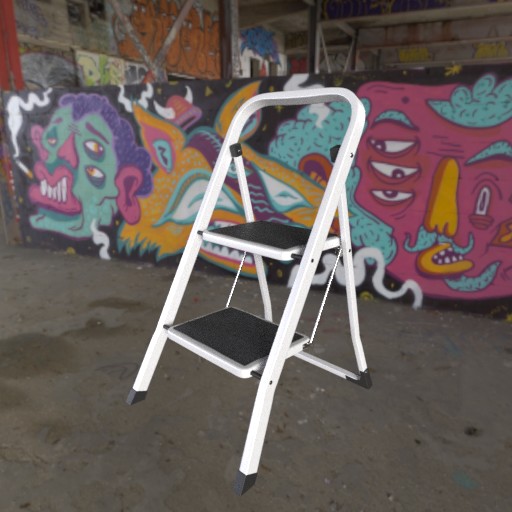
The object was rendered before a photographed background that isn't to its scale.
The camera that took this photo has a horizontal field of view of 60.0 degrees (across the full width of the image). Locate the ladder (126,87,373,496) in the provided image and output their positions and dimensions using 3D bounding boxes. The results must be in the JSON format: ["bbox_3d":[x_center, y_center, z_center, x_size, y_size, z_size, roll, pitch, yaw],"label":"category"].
[{"bbox_3d":[0.000,0.000,1.125,0.544,0.810,0.460,-15,21,-43],"label":"ladder"}]
